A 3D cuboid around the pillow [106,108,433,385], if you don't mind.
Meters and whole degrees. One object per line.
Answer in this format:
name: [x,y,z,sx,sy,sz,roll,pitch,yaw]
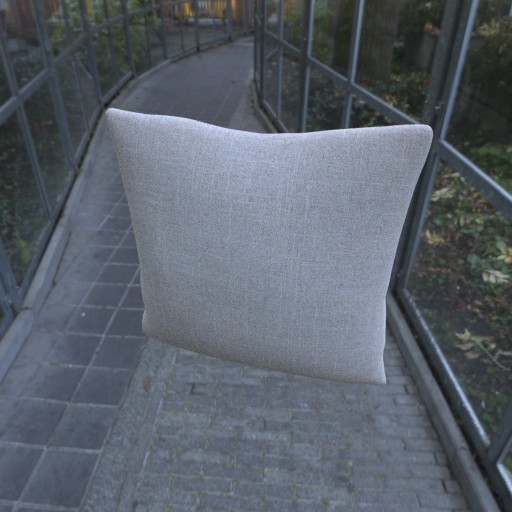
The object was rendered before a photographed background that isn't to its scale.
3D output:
pillow: [0.000,0.000,0.875,0.578,0.558,0.192,9,33,14]
